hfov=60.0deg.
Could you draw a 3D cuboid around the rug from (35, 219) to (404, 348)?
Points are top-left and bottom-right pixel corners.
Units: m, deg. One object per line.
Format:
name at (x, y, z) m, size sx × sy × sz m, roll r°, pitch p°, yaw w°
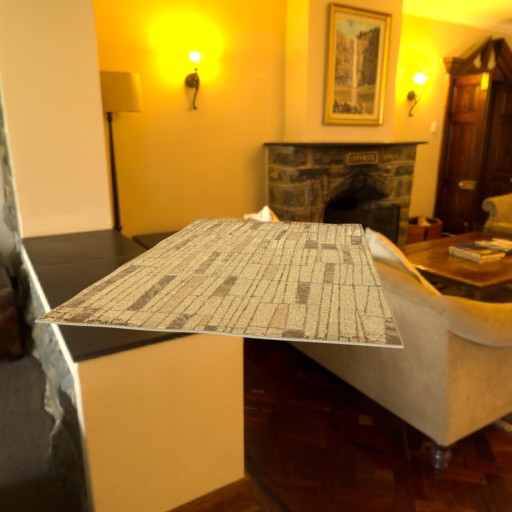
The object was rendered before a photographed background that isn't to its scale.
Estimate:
rug at (0.000, 0.000, 2.938) m, size 1.531 × 0.023 × 2.444 m, roll 2°, pitch 15°, yaw 9°
